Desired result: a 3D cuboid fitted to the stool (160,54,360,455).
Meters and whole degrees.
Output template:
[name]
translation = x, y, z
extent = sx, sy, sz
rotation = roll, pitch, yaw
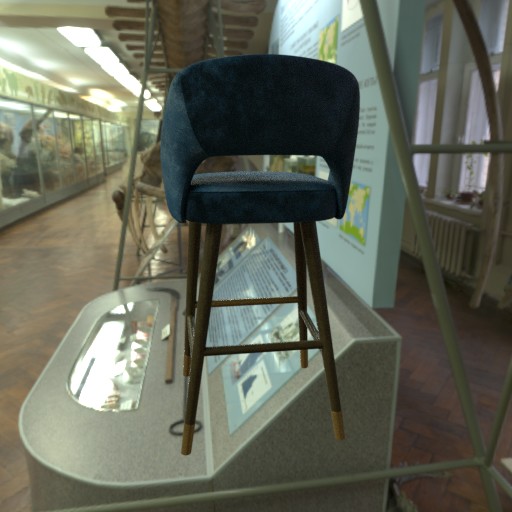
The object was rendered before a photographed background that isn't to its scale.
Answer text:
[stool]
translation = 0.000, 0.000, 1.304
extent = 0.514, 1.016, 0.515
rotation = -2, 15, -8
